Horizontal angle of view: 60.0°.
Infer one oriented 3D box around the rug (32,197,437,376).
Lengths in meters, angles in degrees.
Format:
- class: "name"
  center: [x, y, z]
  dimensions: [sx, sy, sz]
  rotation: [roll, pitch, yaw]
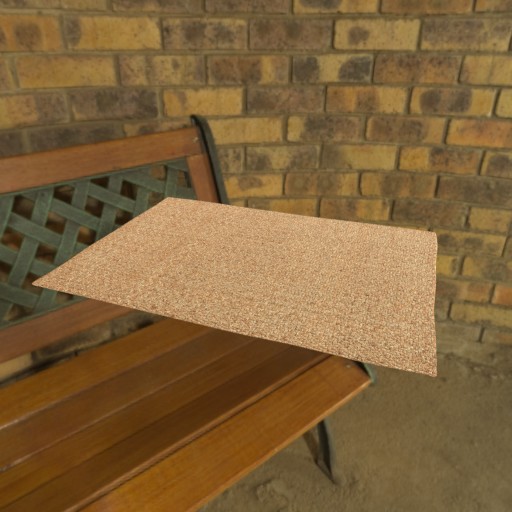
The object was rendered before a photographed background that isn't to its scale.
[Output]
- class: "rug"
  center: [0.000, 0.000, 2.778]
  dimensions: [2.141, 0.013, 1.566]
  rotation: [9, 28, 17]
